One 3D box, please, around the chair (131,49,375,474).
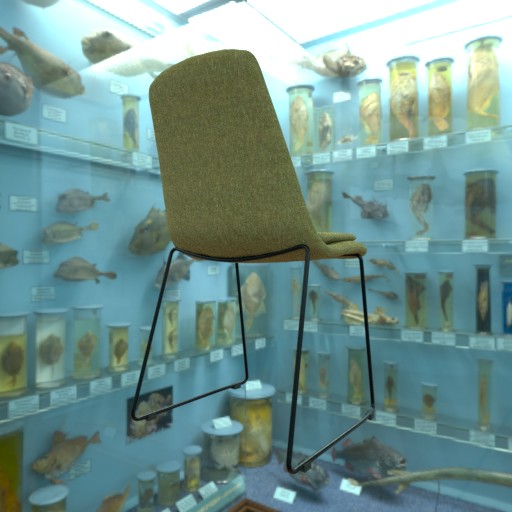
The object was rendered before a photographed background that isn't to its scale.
[{"bbox_3d":[0.000,0.000,1.140,0.479,0.849,0.496,0,0,37],"label":"chair"}]
